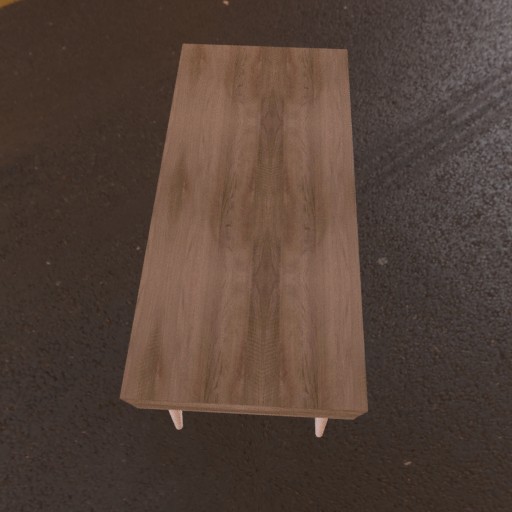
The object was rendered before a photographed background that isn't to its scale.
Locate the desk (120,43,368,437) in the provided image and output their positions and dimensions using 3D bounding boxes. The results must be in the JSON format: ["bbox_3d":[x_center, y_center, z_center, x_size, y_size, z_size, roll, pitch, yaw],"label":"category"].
[{"bbox_3d":[0.000,0.000,1.375,0.491,0.723,0.979,3,64,1],"label":"desk"}]
